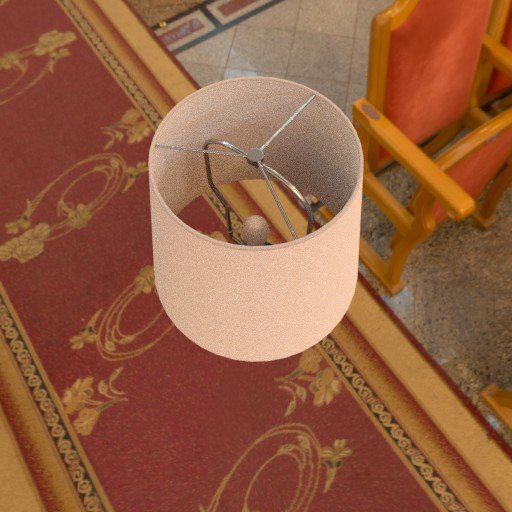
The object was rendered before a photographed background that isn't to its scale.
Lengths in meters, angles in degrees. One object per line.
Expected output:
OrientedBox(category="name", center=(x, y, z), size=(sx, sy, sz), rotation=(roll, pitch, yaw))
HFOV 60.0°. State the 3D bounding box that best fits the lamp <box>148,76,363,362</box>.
OrientedBox(category="lamp", center=(0.000, 0.000, 0.546), size=(0.254, 0.392, 0.254), rotation=(0, 64, 0))
